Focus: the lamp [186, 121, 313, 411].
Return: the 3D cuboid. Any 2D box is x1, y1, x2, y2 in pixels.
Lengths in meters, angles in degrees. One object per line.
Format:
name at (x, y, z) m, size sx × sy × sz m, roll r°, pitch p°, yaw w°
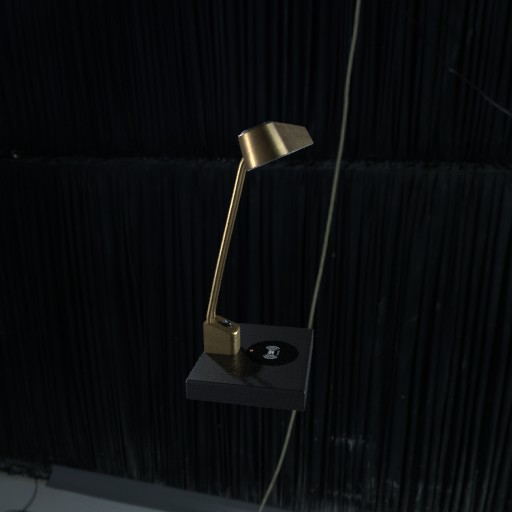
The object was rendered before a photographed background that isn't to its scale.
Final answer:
lamp at (0.000, 0.000, 0.607) m, size 0.156 × 0.345 × 0.412 m, roll 3°, pitch 16°, yaw 10°
